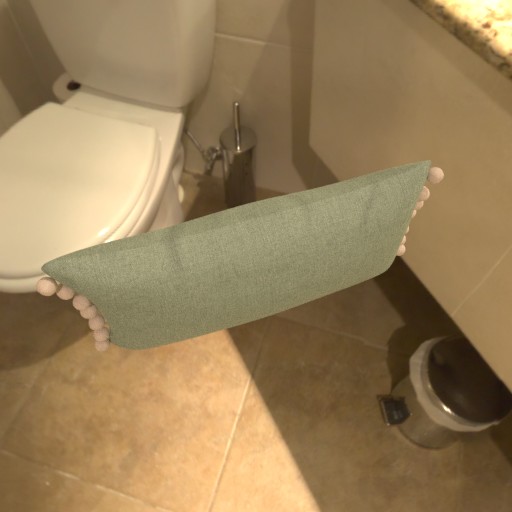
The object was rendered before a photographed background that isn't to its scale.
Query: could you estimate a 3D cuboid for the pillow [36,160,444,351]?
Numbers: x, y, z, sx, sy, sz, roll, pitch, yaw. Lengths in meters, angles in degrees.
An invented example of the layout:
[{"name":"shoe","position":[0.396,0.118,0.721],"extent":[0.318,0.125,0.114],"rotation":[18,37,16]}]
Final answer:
[{"name":"pillow","position":[0.000,0.000,0.837],"extent":[0.709,0.322,0.201],"rotation":[-17,60,-10]}]
